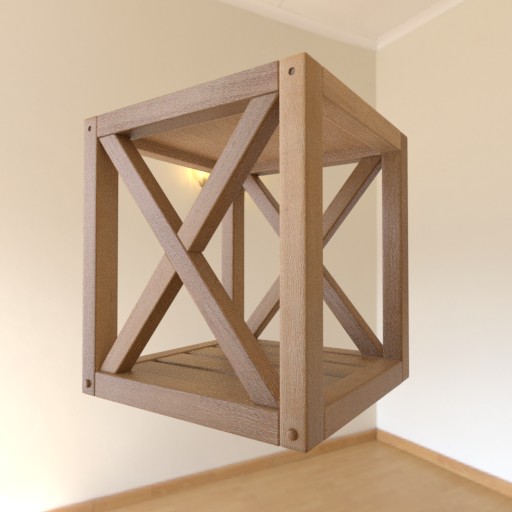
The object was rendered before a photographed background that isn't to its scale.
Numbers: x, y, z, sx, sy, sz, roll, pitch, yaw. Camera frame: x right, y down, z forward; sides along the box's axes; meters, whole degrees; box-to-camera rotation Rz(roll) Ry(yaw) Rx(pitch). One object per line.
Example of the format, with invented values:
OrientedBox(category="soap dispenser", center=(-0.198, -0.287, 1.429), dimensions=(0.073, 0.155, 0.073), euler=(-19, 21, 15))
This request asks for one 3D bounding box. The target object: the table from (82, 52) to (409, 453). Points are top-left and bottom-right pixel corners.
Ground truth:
OrientedBox(category="table", center=(0.000, 0.000, 1.050), dimensions=(0.559, 0.610, 0.558), euler=(-1, -1, 34))
